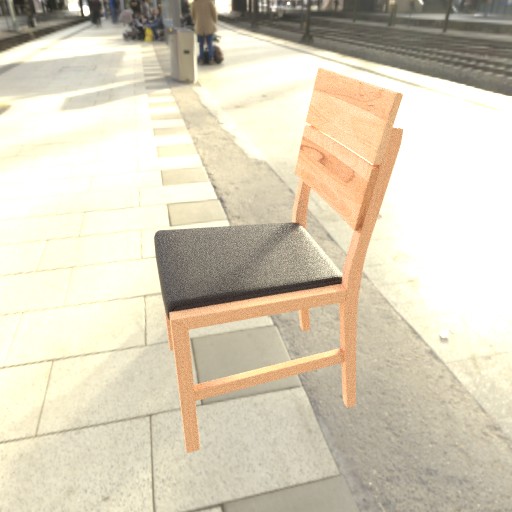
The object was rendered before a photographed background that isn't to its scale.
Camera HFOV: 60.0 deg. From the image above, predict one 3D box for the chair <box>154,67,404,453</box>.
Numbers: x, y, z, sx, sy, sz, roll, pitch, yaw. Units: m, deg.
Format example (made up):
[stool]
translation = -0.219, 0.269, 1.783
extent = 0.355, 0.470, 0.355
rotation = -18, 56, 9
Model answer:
[chair]
translation = 0.000, 0.000, 1.285
extent = 0.560, 0.950, 0.475
rotation = -8, 31, -13
